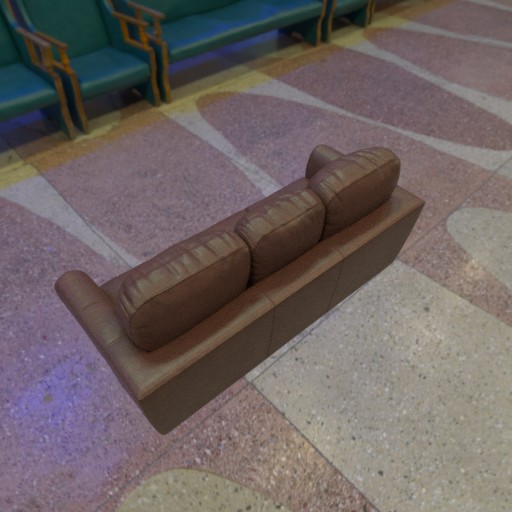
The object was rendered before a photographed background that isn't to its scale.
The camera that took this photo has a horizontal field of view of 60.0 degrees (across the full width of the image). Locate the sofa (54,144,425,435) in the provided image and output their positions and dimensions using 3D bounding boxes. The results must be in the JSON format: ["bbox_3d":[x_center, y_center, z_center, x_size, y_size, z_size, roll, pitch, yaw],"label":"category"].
[{"bbox_3d":[0.000,0.000,2.388,1.862,0.915,0.802,-31,53,-27],"label":"sofa"}]
